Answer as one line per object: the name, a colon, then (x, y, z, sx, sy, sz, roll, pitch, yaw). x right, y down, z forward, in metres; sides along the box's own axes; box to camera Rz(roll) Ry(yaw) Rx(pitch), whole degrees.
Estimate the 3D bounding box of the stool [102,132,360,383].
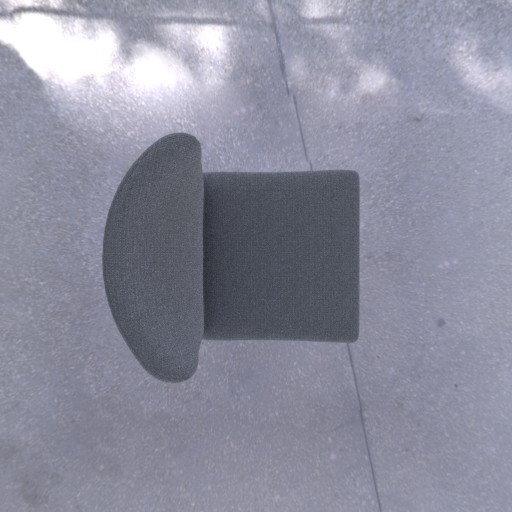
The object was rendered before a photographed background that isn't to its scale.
stool: (0.000, 0.000, 1.278, 0.568, 0.968, 0.479, 0, 91, 0)
